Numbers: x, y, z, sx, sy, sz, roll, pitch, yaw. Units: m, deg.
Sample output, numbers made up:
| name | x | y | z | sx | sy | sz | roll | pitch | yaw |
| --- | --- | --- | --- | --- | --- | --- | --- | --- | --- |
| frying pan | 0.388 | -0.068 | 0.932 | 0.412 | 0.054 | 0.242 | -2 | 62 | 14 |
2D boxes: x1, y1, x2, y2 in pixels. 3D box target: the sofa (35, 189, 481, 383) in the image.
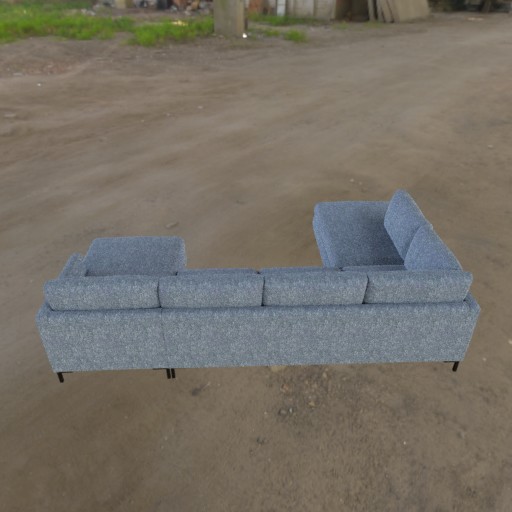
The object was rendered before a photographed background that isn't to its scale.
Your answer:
| name | x | y | z | sx | sy | sz | roll | pitch | yaw |
| --- | --- | --- | --- | --- | --- | --- | --- | --- | --- |
| sofa | 0.000 | 0.000 | 3.526 | 2.737 | 0.756 | 1.879 | -1 | 32 | -2 |
